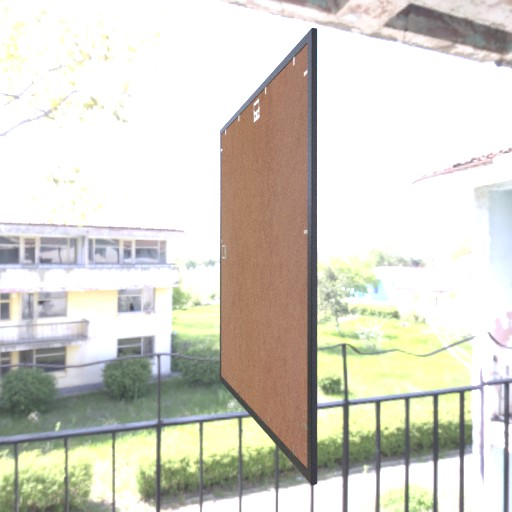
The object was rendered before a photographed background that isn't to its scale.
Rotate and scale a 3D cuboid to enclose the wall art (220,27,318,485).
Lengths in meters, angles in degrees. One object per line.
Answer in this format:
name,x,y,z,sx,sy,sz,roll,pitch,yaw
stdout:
wall art,0.000,0.000,0.905,0.018,0.660,0.559,0,0,-18
